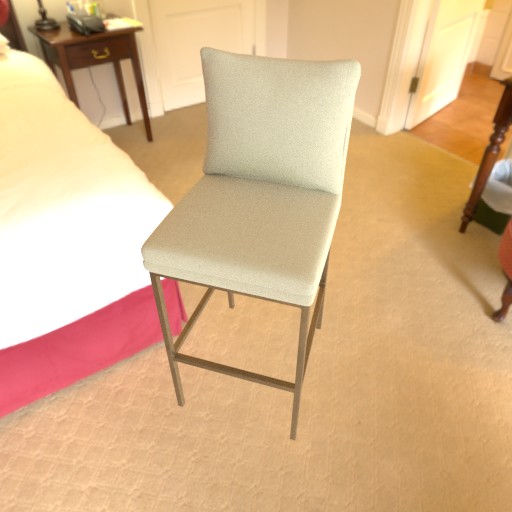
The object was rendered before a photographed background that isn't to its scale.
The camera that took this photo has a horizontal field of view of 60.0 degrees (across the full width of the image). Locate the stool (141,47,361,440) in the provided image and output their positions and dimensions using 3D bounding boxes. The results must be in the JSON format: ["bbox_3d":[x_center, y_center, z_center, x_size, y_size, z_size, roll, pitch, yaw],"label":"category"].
[{"bbox_3d":[0.000,0.000,1.416,0.463,1.125,0.572,11,42,13],"label":"stool"}]
